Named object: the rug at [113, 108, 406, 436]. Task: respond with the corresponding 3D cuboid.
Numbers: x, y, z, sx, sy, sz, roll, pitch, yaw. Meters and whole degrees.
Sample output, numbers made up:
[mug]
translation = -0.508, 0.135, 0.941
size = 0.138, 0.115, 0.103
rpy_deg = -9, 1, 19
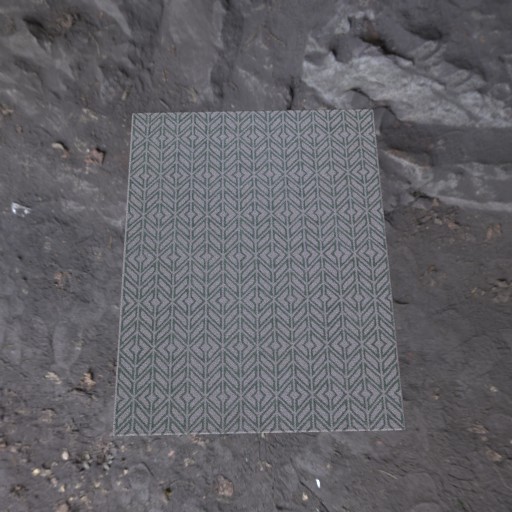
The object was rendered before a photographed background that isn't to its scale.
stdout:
[rug]
translation = 0.000, 0.000, 4.089
size = 2.441, 0.017, 3.050
rpy_deg = -1, 75, 0
